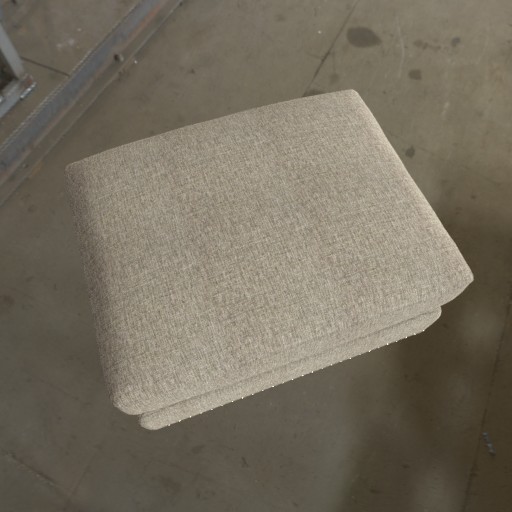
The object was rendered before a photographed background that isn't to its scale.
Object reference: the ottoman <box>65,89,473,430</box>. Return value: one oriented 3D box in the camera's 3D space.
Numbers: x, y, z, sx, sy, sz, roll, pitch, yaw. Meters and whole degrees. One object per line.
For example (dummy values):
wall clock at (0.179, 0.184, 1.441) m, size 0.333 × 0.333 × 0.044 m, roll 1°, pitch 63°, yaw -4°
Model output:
ottoman at (0.000, 0.000, 1.100) m, size 0.741 × 0.513 × 0.584 m, roll -18°, pitch 64°, yaw -9°
